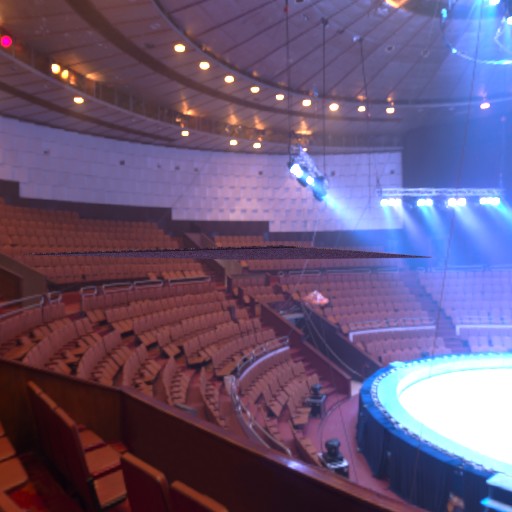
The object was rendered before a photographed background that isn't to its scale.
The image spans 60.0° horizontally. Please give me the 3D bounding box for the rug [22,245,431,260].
[{"bbox_3d":[0.000,0.000,4.099,2.437,0.010,3.056,-1,-2,35],"label":"rug"}]
